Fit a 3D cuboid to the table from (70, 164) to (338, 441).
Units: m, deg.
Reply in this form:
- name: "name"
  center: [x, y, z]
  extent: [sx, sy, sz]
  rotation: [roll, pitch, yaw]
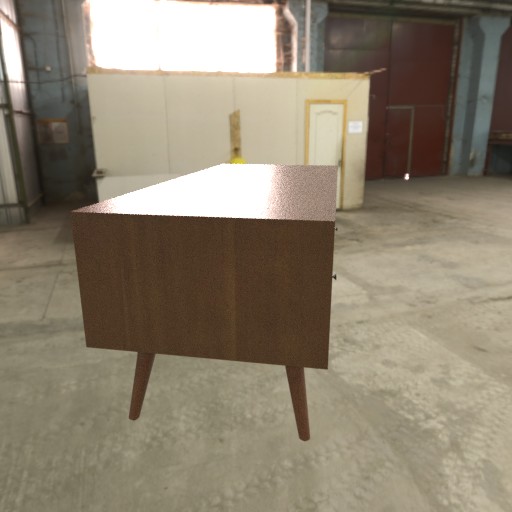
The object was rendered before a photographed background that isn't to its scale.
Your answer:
- name: "table"
  center: [0.000, 0.000, 1.365]
  extent: [0.490, 0.464, 1.119]
  rotation: [3, 16, 10]
